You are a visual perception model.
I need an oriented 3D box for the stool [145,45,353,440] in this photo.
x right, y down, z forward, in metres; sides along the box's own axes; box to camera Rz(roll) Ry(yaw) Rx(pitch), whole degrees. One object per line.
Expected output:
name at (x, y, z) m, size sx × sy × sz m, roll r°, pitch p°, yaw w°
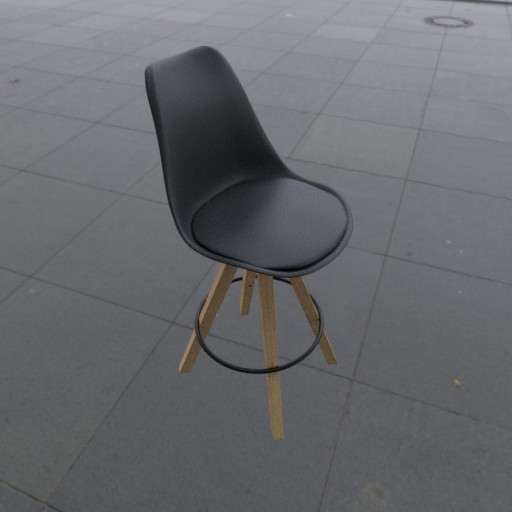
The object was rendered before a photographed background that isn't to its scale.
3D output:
stool at (0.000, 0.000, 1.390) m, size 0.550 × 1.115 × 0.485 m, roll 26°, pitch 46°, yaw 27°
